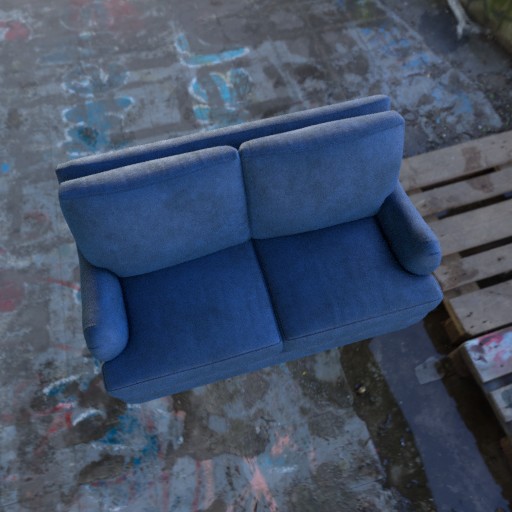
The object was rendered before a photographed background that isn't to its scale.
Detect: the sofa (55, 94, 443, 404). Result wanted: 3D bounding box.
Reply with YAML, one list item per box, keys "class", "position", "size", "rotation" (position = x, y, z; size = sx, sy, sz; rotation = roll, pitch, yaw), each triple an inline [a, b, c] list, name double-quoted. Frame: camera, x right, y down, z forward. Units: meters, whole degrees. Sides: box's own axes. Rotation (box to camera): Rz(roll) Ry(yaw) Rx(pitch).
- class: "sofa"
  position: [0.000, 0.000, 2.459]
  size: [1.853, 1.101, 1.084]
  rotation: [-14, 64, -7]
